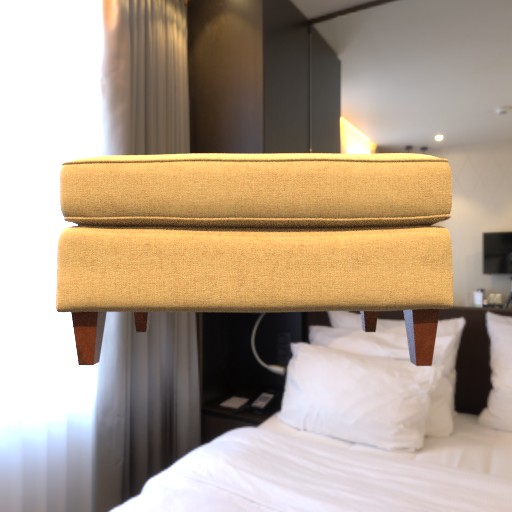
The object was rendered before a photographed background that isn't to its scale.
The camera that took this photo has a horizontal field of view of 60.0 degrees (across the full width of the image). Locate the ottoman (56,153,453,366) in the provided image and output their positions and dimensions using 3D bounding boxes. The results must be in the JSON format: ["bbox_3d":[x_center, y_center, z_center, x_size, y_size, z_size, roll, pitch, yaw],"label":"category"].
[{"bbox_3d":[0.000,0.000,1.213,0.862,0.484,0.583,0,0,0],"label":"ottoman"}]
